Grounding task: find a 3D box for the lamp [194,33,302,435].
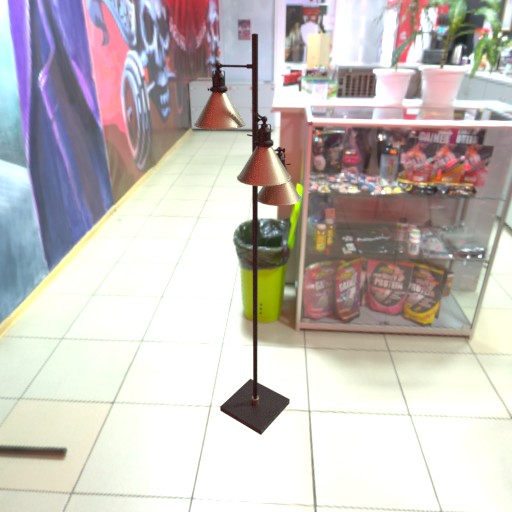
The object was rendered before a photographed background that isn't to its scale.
[{"bbox_3d":[0.000,0.000,1.912,0.428,1.716,0.415,18,32,32],"label":"lamp"}]
